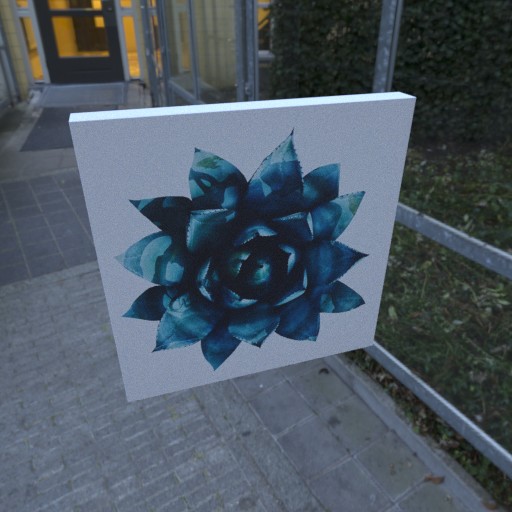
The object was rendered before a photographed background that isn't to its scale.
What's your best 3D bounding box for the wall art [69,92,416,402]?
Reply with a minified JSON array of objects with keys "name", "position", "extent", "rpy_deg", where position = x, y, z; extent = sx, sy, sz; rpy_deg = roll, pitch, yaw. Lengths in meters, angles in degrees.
[{"name":"wall art","position":[0.000,0.000,0.616],"extent":[0.406,0.406,0.038],"rpy_deg":[-9,32,-15]}]
